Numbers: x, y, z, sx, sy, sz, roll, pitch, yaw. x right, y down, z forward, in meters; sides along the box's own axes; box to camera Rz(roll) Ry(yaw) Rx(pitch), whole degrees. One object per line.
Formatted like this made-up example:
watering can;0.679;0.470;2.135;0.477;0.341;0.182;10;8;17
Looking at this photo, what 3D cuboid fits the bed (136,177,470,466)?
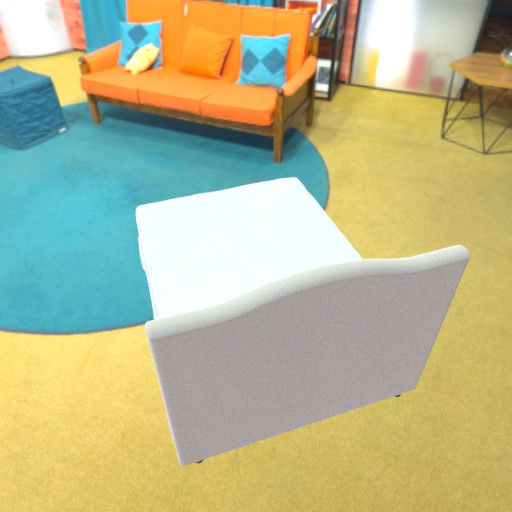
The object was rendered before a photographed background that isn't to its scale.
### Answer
bed;0.000;0.000;3.350;1.753;1.460;2.143;-13;42;-14
